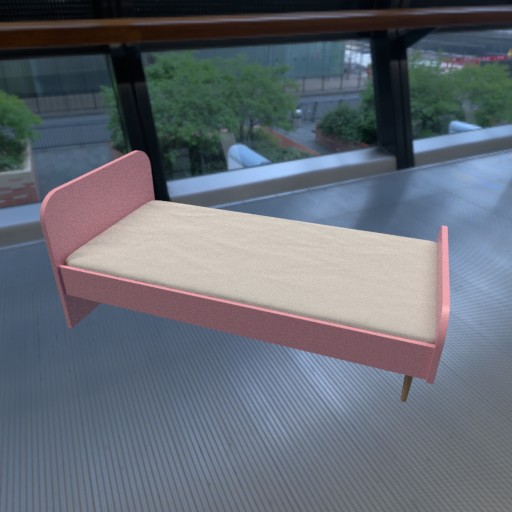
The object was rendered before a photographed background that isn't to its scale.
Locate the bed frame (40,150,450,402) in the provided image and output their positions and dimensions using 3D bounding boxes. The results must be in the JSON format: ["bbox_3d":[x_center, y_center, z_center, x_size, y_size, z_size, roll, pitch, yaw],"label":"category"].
[{"bbox_3d":[0.000,0.000,2.497,1.963,0.805,0.998,10,31,17],"label":"bed frame"}]
